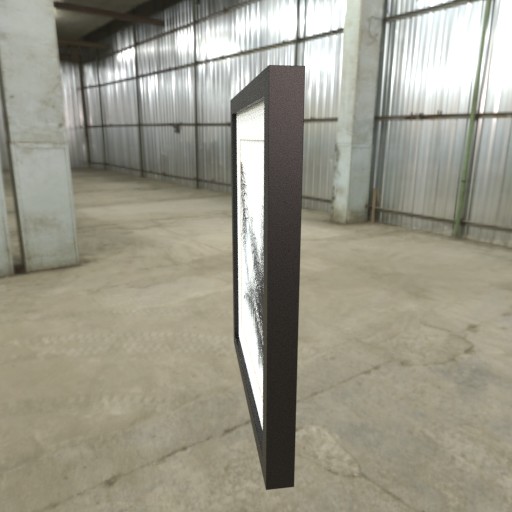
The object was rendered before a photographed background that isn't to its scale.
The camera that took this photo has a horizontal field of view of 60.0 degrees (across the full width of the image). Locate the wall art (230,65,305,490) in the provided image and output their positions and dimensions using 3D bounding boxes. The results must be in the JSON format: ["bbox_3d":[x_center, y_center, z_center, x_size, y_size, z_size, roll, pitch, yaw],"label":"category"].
[{"bbox_3d":[0.000,0.000,0.536,0.028,0.380,0.325,-2,15,-8],"label":"wall art"}]
